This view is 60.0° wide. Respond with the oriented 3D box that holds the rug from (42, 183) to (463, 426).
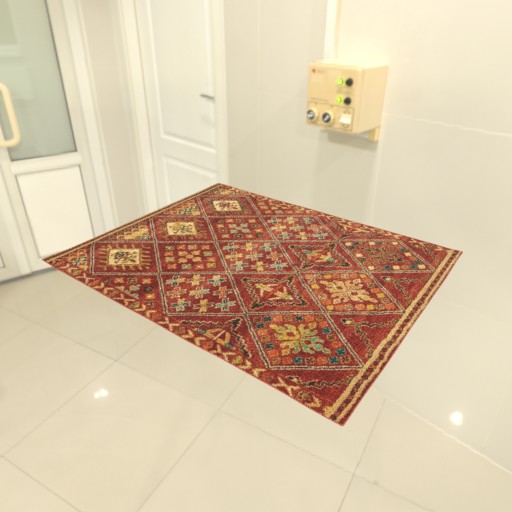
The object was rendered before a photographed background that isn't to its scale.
[{"bbox_3d":[0.000,0.000,4.153,3.086,0.030,2.489,20,36,31],"label":"rug"}]
